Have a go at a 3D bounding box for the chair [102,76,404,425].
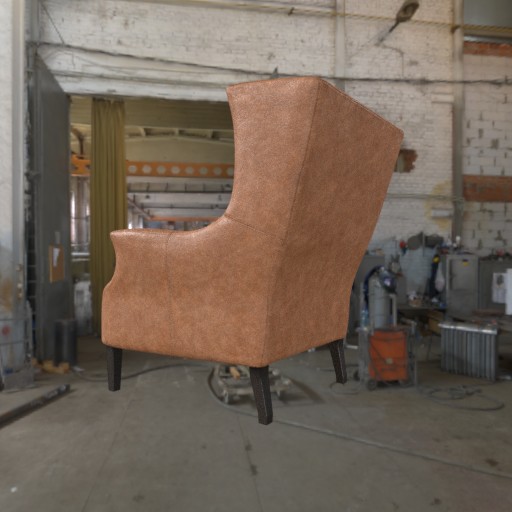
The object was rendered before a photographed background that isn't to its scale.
[{"bbox_3d":[0.000,0.000,1.705,0.926,1.016,0.853,0,1,37],"label":"chair"}]
